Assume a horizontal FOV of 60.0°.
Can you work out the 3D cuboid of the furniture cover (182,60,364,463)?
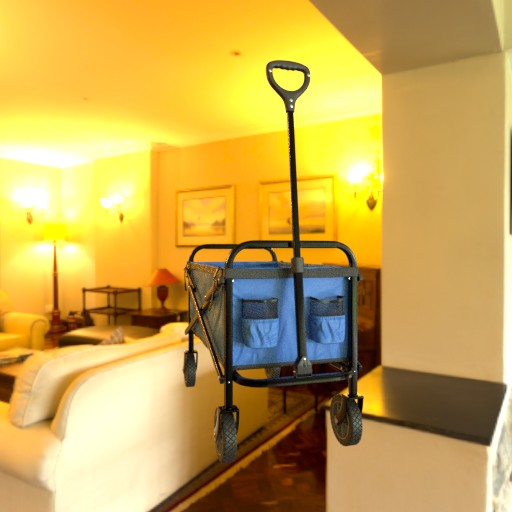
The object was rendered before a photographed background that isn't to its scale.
[{"bbox_3d":[0.000,0.000,1.825,0.532,1.295,1.038,0,1,-16],"label":"furniture cover"}]
